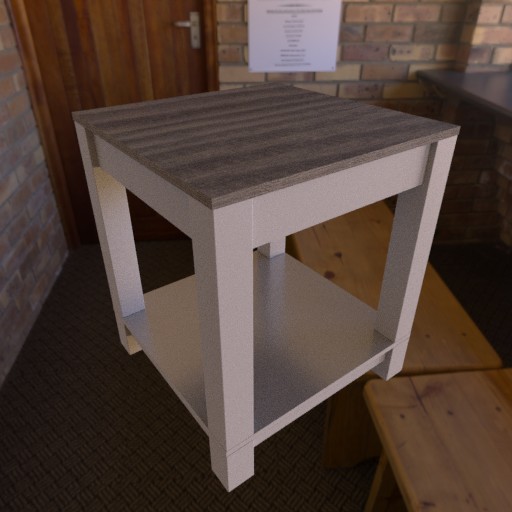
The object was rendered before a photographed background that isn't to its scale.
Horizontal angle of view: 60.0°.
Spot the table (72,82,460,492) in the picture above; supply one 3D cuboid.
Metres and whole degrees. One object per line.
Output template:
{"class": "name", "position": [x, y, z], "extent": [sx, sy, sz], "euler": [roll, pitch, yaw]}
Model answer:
{"class": "table", "position": [0.000, 0.000, 0.962], "extent": [0.506, 0.587, 0.504], "euler": [-21, 37, -31]}
